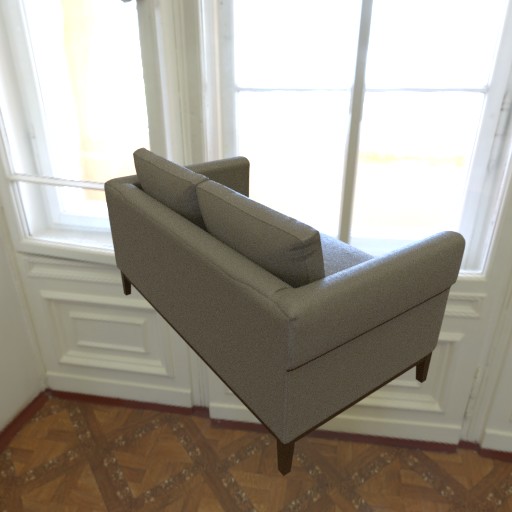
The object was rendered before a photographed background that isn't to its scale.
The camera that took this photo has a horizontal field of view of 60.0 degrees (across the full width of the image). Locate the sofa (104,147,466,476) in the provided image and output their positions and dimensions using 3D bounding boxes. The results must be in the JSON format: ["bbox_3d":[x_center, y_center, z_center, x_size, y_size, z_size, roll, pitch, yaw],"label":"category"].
[{"bbox_3d":[0.000,0.000,2.155,0.899,0.873,1.598,-18,32,-32],"label":"sofa"}]
